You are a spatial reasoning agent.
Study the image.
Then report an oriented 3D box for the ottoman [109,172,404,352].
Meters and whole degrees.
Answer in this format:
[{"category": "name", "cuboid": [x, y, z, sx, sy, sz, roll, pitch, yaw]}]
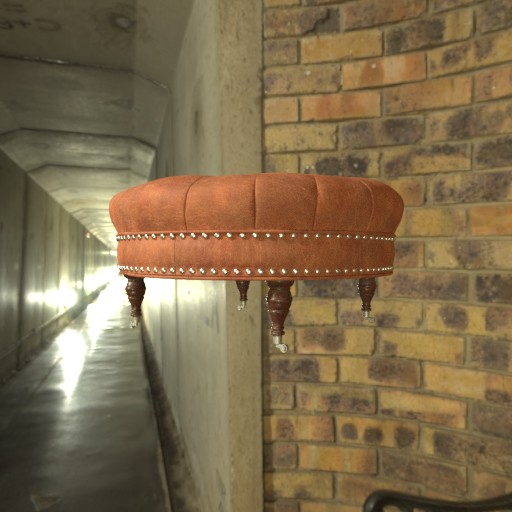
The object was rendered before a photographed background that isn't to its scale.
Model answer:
[{"category": "ottoman", "cuboid": [0.000, 0.000, 1.423, 0.901, 0.444, 0.901, 0, 1, 0]}]
